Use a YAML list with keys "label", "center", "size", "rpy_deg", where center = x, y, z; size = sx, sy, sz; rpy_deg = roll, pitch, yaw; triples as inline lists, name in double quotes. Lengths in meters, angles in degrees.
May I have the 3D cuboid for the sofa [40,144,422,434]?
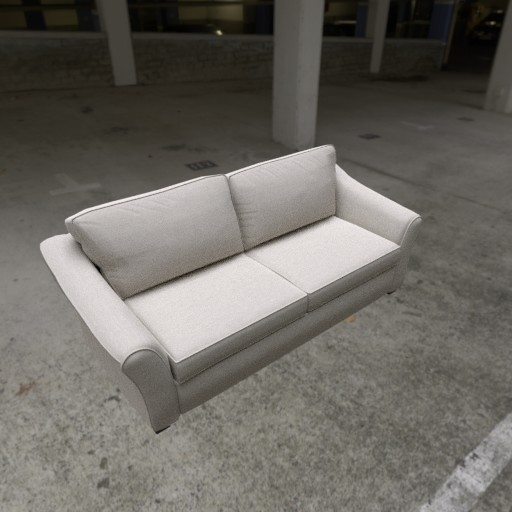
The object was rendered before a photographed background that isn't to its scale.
- label: "sofa"
  center: [0.000, 0.000, 2.817]
  size: [2.270, 0.965, 0.980]
  rpy_deg: [-23, 38, -32]
